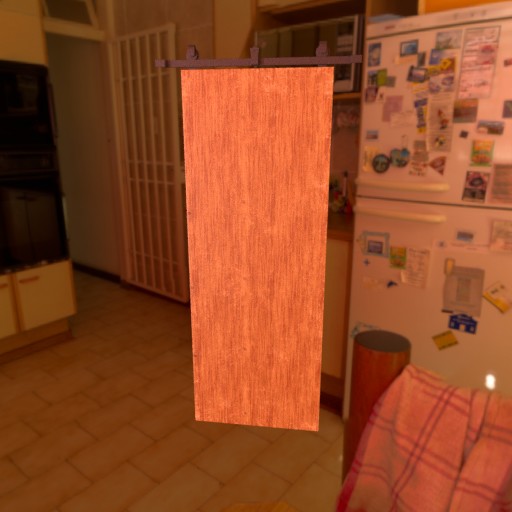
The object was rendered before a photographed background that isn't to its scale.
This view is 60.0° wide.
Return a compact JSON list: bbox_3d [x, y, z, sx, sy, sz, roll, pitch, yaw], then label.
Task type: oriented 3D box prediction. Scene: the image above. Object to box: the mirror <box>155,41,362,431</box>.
[{"bbox_3d":[0.000,0.000,2.036,0.847,1.793,0.042,2,15,8],"label":"mirror"}]
